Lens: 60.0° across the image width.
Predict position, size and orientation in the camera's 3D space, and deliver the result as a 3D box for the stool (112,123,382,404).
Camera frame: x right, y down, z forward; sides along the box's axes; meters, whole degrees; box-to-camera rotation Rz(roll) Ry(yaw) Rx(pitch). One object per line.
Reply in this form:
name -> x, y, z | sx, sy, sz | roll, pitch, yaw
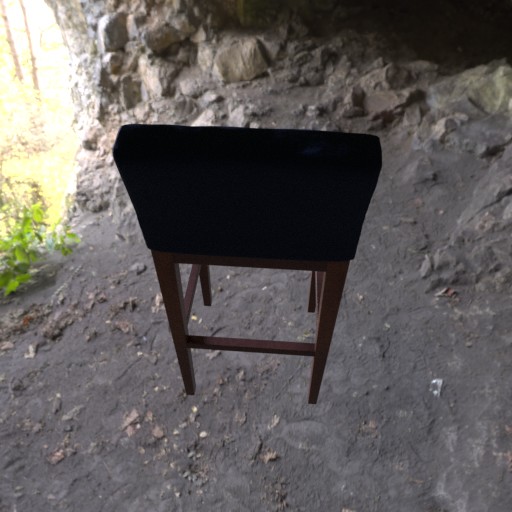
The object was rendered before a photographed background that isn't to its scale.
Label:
stool -> 0.000, 0.000, 1.327 | 0.511, 1.037, 0.500 | 3, 46, 3
